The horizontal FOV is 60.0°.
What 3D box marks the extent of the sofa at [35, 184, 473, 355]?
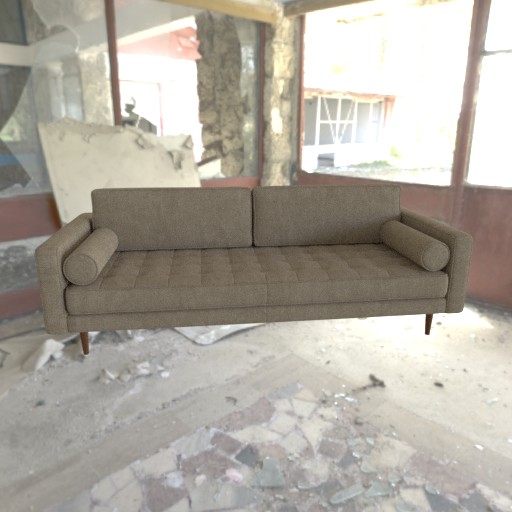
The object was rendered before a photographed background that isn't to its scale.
[{"bbox_3d":[0.000,0.000,2.635,2.200,0.770,0.919,-2,16,-7],"label":"sofa"}]
